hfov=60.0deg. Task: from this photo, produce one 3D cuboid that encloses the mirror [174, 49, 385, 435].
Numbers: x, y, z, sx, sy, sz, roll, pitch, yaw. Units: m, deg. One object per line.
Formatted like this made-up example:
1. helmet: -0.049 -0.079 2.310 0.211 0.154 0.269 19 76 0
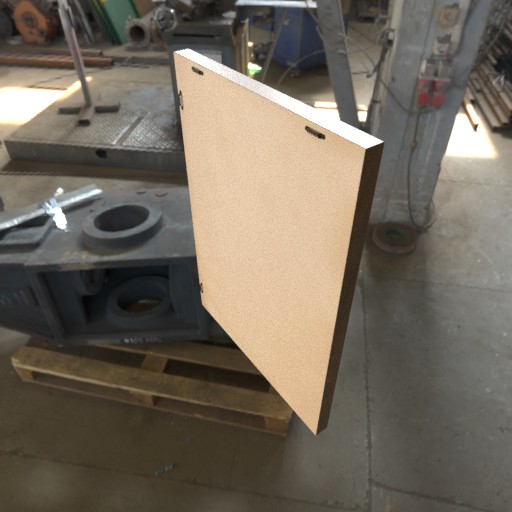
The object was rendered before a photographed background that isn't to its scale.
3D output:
1. mirror: 0.000 0.000 0.943 0.040 0.710 0.507 -25 46 -27
